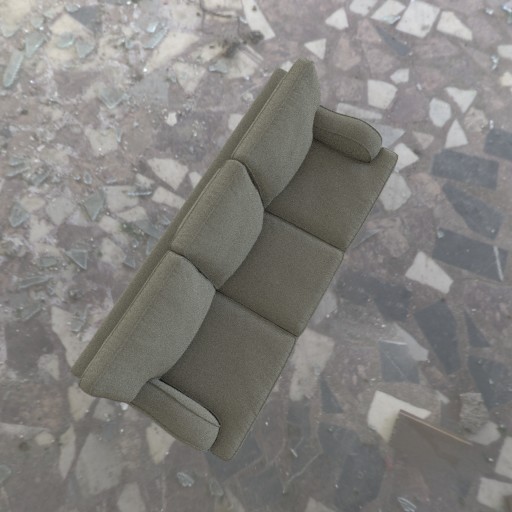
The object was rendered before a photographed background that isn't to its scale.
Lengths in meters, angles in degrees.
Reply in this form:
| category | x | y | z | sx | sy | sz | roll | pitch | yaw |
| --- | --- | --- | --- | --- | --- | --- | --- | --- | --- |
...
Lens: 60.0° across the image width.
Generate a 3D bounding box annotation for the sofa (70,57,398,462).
| category | x | y | z | sx | sy | sz | roll | pitch | yaw |
| --- | --- | --- | --- | --- | --- | --- | --- | --- | --- |
| sofa | 0.000 | 0.000 | 2.856 | 1.016 | 0.997 | 2.323 | 29 | 76 | 8 |
